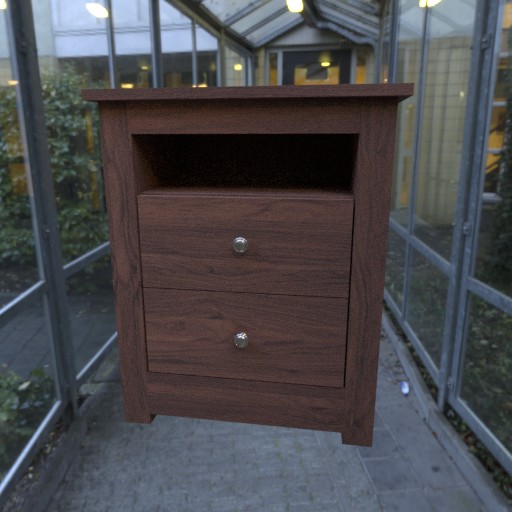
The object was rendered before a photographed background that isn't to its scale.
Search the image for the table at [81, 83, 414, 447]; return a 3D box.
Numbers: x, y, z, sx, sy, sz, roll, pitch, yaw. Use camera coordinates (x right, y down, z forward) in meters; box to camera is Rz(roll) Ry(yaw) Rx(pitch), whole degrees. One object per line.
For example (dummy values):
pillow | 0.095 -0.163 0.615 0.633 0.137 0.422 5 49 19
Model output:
table | 0.000 0.000 1.050 0.589 0.711 0.406 2 15 9
